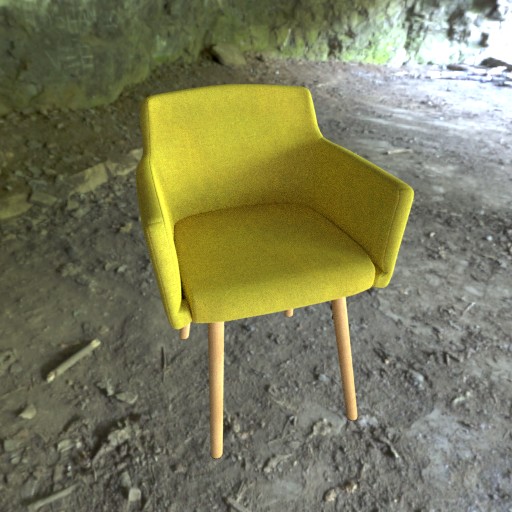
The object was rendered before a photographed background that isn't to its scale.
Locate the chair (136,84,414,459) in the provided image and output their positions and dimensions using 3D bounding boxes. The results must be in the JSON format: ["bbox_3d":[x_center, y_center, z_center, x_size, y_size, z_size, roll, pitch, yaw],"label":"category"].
[{"bbox_3d":[0.000,0.000,1.178,0.570,0.780,0.570,-9,32,-15],"label":"chair"}]
